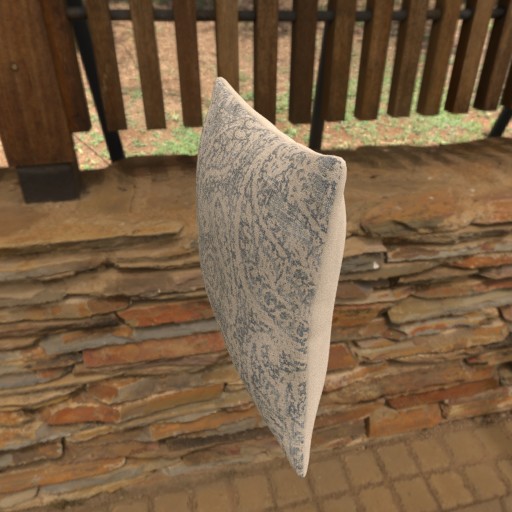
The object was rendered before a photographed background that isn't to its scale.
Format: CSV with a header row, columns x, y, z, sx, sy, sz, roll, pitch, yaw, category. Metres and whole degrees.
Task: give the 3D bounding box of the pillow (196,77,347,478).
x,y,z,sx,sy,sz,roll,pitch,yaw,category
0.000,0.000,0.769,0.166,0.510,0.523,-9,32,-15,pillow
